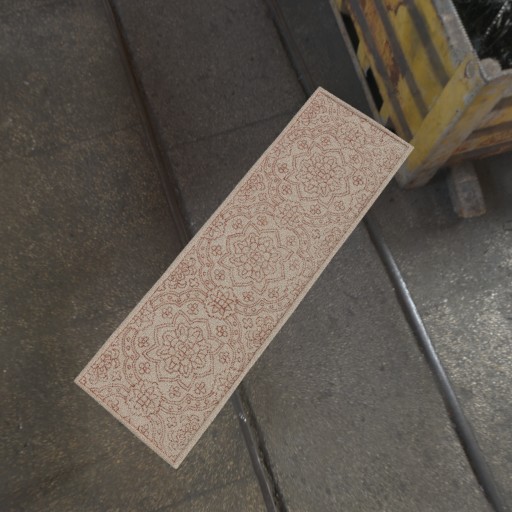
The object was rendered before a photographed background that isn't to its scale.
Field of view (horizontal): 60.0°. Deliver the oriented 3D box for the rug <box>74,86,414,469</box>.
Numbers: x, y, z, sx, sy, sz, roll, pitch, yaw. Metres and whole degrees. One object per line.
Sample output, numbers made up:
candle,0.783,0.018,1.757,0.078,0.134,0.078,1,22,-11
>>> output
rug,0.000,0.000,2.724,0.769,0.012,2.448,36,78,9
